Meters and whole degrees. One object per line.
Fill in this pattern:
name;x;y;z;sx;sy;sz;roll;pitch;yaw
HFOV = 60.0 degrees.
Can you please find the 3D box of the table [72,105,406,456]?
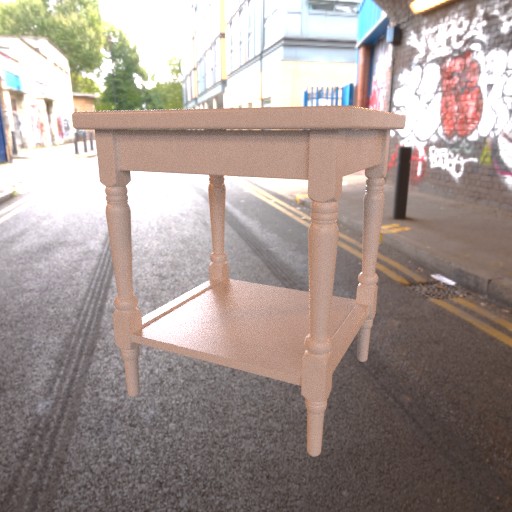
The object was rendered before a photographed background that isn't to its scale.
table;0.000;0.000;0.922;0.488;0.565;0.442;8;18;25
